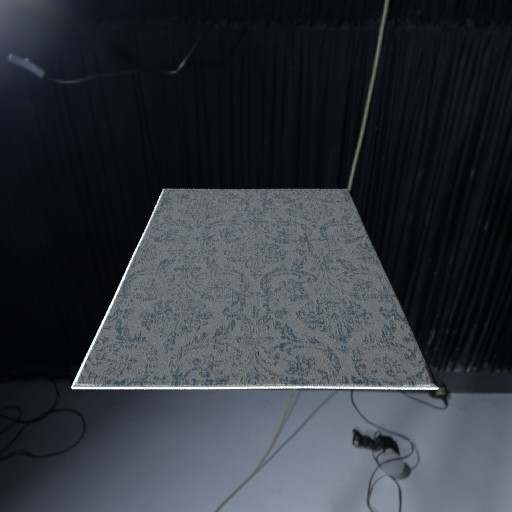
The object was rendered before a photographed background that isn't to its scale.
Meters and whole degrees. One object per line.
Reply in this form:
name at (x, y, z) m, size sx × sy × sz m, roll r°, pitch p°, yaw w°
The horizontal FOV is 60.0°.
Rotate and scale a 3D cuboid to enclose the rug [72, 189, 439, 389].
rug at (0.000, 0.000, 2.845) m, size 1.586 × 0.014 × 2.197 m, roll 0°, pitch 31°, yaw 0°
